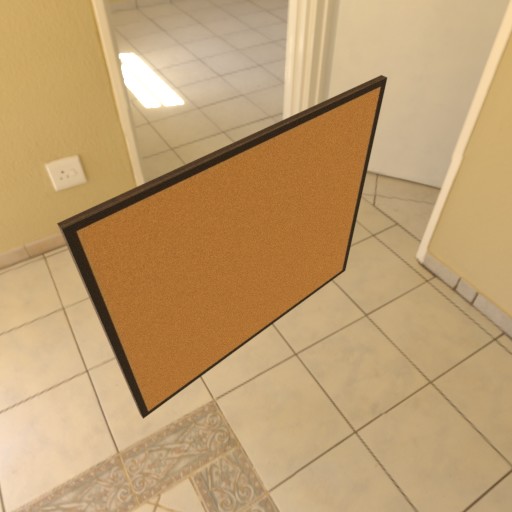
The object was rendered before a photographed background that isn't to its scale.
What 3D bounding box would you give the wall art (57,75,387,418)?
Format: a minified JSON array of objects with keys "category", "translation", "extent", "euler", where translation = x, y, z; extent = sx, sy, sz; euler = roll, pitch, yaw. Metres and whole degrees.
[{"category":"wall art","translation":[0.000,0.000,1.430],"extent":[1.033,0.875,0.023],"euler":[-32,54,-27]}]
